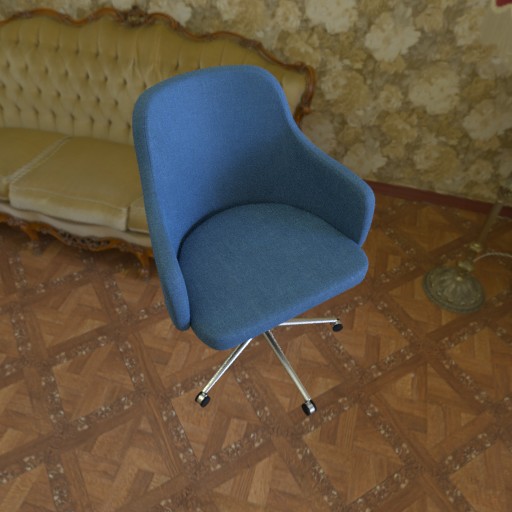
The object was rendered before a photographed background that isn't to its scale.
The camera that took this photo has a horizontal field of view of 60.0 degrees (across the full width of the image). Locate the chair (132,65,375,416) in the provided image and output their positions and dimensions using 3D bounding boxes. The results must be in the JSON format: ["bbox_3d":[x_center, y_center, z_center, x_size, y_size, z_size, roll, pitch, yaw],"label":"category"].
[{"bbox_3d":[0.000,0.000,1.249,0.599,0.820,0.655,-23,50,-21],"label":"chair"}]
